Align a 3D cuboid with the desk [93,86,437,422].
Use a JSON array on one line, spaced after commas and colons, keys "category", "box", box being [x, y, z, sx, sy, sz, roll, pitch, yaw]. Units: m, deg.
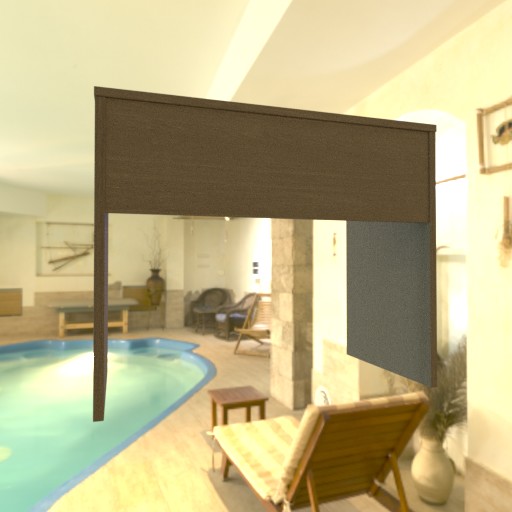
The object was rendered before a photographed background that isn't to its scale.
[{"category": "desk", "box": [0.000, 0.000, 1.325, 0.893, 0.724, 0.498, 0, -1, -18]}]
